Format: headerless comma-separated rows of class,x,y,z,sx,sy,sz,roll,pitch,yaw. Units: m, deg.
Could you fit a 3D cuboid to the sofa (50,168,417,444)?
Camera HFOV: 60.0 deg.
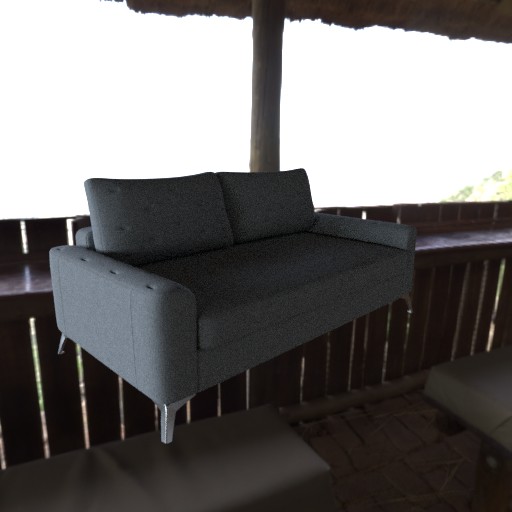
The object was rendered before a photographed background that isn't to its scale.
sofa,0.000,0.000,2.155,1.650,0.790,0.920,-13,19,-43
